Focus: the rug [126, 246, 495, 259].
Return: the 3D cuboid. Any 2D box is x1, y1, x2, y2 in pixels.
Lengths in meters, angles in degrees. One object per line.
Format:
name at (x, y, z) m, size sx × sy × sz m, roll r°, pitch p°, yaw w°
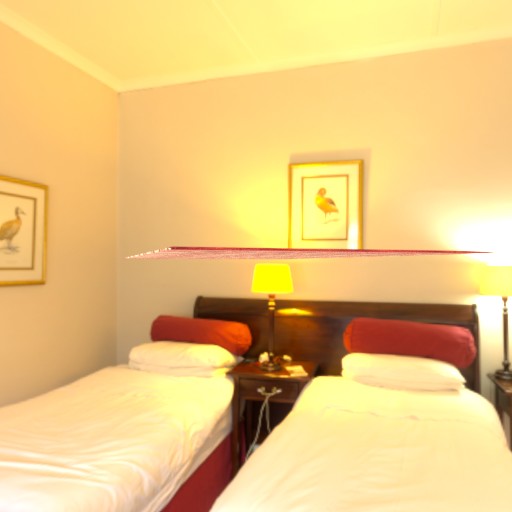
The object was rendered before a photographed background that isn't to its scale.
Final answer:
rug at (0.000, 0.000, 2.981) m, size 1.535 × 0.010 × 2.431 m, roll 0°, pitch -1°, yaw -20°
